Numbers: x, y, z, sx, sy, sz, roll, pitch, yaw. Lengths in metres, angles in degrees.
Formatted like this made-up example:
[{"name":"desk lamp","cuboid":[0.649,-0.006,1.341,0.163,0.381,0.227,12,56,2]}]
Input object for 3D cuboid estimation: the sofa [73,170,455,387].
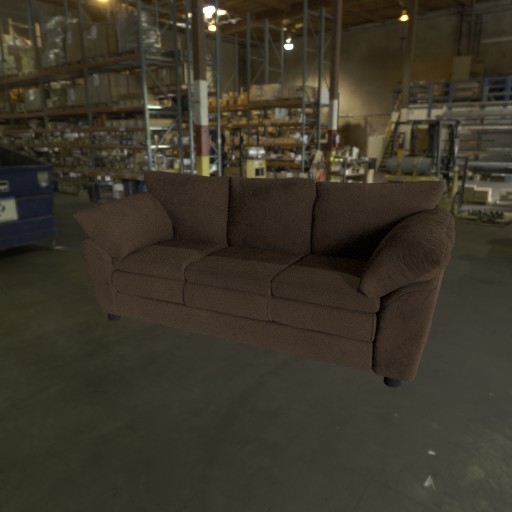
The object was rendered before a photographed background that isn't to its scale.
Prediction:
[{"name":"sofa","cuboid":[0.000,0.000,2.886,2.336,1.015,0.878,7,16,26]}]
